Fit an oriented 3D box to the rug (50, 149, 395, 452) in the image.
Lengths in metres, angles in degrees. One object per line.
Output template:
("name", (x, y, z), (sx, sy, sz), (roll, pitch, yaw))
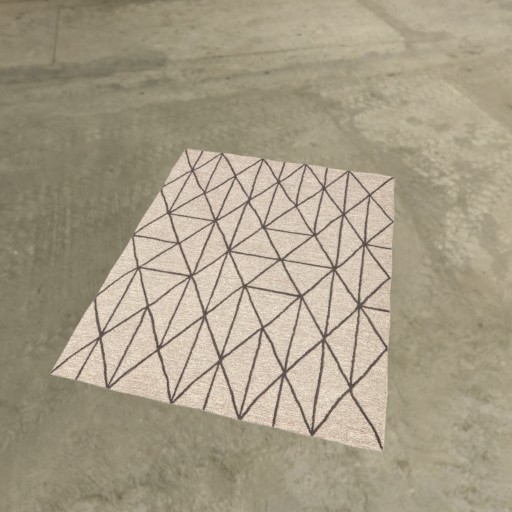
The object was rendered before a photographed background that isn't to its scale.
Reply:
("rug", (0.000, 0.000, 4.114), (2.468, 0.022, 3.061), (10, 48, 9))
